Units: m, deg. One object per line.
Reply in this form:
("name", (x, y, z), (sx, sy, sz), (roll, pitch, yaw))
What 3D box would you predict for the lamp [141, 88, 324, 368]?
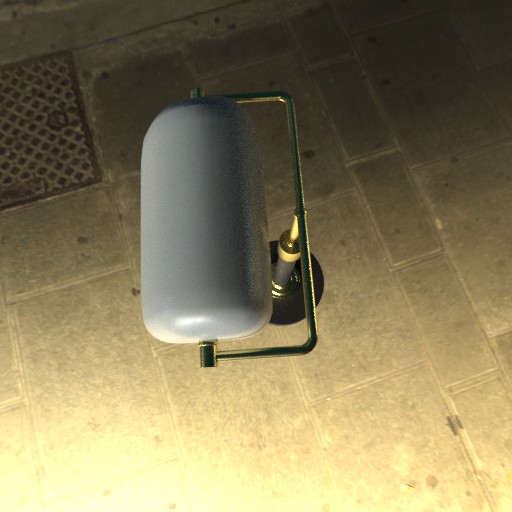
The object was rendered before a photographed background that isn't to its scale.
("lamp", (0.000, 0.000, 0.559), (0.227, 0.404, 0.269), (-4, 76, -1))
